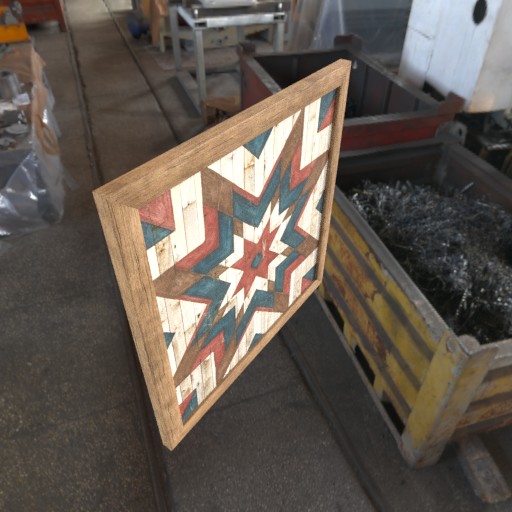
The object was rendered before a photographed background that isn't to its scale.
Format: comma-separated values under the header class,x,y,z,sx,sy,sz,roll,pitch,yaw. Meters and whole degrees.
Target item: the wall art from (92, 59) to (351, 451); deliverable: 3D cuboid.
class,x,y,z,sx,sy,sz,roll,pitch,yaw
wall art,0.000,0.000,1.017,0.029,0.691,0.695,25,47,27
